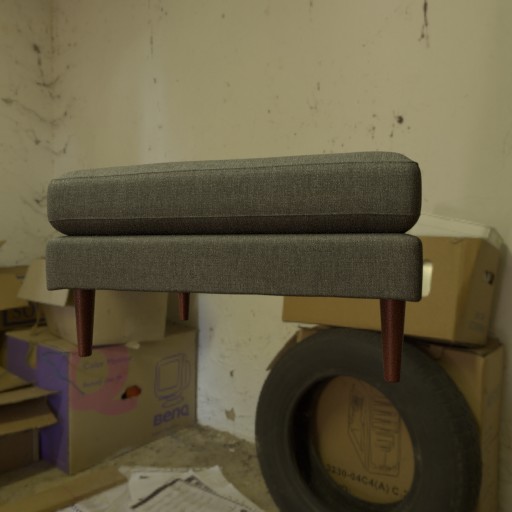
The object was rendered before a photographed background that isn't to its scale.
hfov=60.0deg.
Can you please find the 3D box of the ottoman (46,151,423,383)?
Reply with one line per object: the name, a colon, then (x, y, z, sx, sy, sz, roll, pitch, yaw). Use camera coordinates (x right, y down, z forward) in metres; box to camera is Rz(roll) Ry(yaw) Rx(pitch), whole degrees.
ottoman: (0.000, 0.000, 1.224, 0.821, 0.474, 0.693, 0, 1, 17)
